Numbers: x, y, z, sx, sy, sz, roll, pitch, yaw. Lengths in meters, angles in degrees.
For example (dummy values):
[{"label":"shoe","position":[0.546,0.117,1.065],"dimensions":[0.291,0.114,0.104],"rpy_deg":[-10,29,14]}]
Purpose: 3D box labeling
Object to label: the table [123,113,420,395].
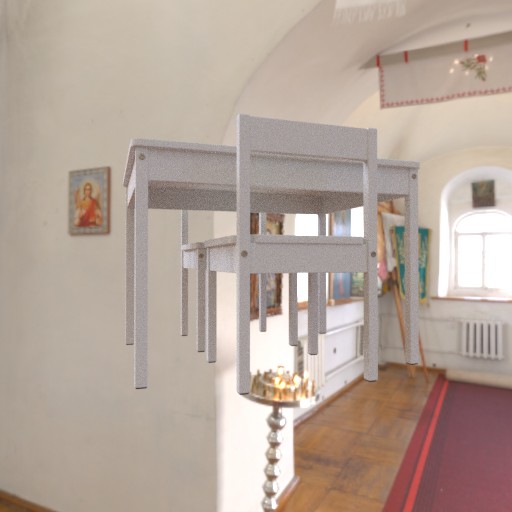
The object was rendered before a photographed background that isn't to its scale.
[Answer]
[{"label":"table","position":[0.000,0.000,1.151],"dimensions":[0.650,0.503,0.672],"rpy_deg":[0,-1,-18]}]
